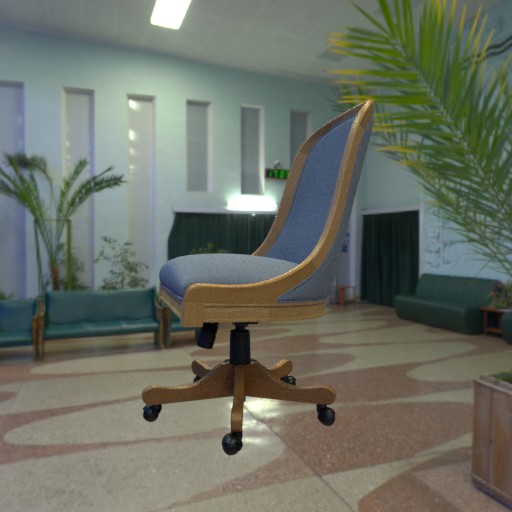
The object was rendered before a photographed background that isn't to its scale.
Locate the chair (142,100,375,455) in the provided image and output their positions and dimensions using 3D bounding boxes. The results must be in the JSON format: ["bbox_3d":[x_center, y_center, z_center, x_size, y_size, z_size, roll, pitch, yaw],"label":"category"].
[{"bbox_3d":[0.000,0.000,1.462,0.735,1.031,0.605,0,1,-18],"label":"chair"}]
